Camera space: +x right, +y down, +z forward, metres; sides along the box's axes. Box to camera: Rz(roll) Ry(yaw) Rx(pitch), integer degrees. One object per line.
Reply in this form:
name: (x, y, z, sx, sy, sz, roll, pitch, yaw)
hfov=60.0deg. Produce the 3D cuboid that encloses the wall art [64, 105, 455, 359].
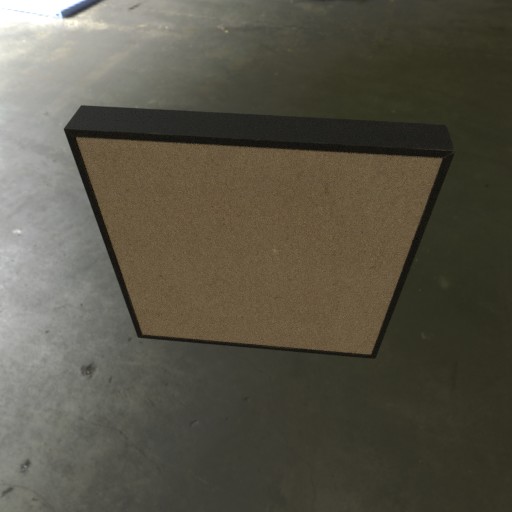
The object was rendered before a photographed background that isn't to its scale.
wall art: (0.000, 0.000, 0.467, 0.305, 0.305, 0.038, 4, 47, 4)
